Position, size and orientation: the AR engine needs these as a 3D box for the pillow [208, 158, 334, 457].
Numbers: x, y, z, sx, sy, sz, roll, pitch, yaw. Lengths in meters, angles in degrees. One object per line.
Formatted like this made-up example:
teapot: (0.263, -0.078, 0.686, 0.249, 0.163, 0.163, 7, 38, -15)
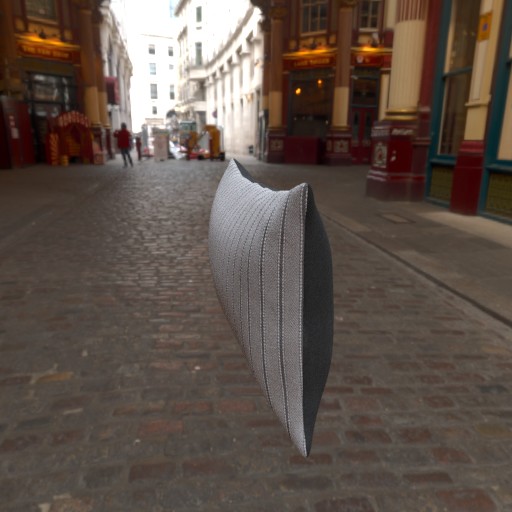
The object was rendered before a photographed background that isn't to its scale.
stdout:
pillow: (0.000, 0.000, 0.732, 0.151, 0.305, 0.609, -3, 16, -9)
